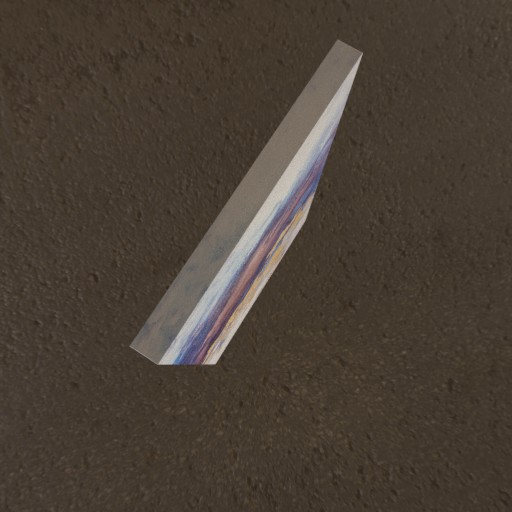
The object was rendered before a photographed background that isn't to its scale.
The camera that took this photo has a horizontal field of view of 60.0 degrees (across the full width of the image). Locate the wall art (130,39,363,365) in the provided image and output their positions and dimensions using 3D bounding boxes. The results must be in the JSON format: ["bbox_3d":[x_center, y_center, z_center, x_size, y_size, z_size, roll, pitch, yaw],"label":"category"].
[{"bbox_3d":[0.000,0.000,1.092,0.048,0.874,0.583,31,78,7],"label":"wall art"}]
